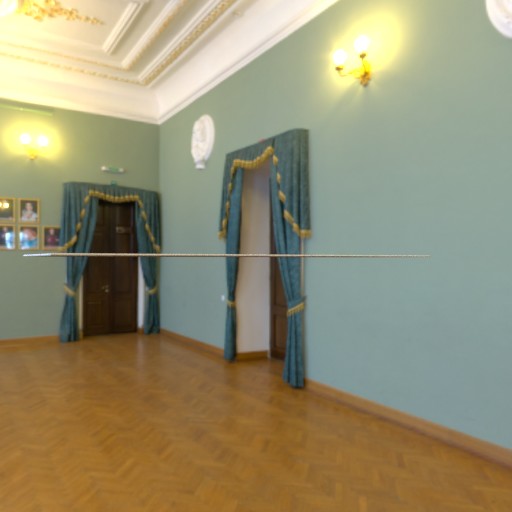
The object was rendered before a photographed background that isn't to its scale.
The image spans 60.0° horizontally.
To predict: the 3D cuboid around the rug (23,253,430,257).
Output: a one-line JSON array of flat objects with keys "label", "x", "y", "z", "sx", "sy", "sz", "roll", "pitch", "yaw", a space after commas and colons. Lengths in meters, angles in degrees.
[{"label": "rug", "x": 0.000, "y": 0.000, "z": 2.696, "sx": 2.435, "sy": 0.009, "sz": 0.750, "roll": 0, "pitch": 0, "yaw": -35}]
